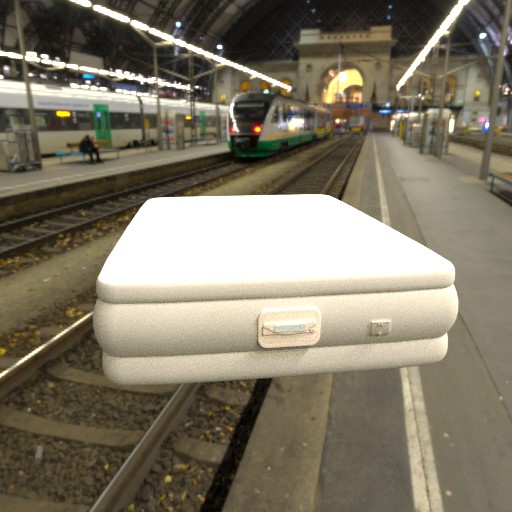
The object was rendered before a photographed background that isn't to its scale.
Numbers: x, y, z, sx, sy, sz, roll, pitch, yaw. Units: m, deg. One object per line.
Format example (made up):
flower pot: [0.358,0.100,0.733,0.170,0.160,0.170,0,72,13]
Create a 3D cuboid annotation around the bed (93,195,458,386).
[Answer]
bed: [0.000,0.000,2.634,1.520,0.460,2.036,-2,17,-7]
